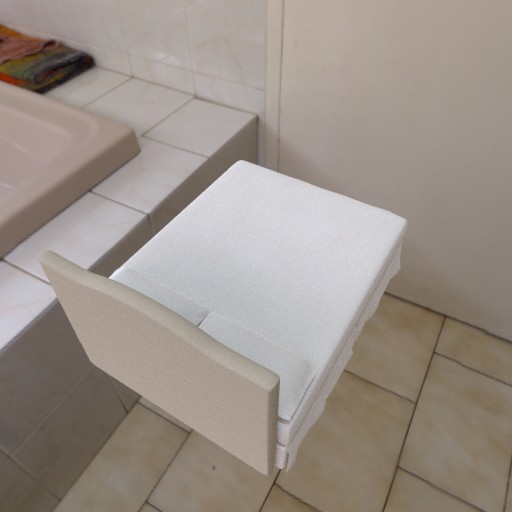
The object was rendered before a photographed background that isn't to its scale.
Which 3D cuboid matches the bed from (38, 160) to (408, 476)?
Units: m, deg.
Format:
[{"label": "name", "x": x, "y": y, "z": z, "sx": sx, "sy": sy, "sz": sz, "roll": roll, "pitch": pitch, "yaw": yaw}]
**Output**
[{"label": "bed", "x": 0.000, "y": 0.000, "z": 3.629, "sx": 1.977, "sy": 1.437, "sz": 2.477, "roll": 24, "pitch": 51, "yaw": 21}]
